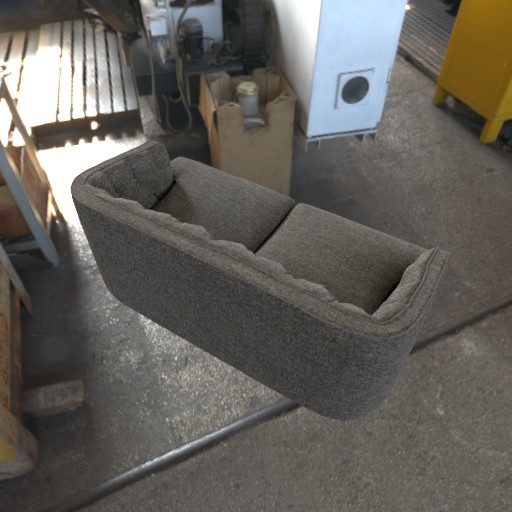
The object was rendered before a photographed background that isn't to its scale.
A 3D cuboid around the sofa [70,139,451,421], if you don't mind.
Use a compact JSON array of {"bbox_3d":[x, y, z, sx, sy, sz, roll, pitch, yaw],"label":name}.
[{"bbox_3d":[0.000,0.000,2.292,1.733,0.855,0.941,24,52,21],"label":"sofa"}]
